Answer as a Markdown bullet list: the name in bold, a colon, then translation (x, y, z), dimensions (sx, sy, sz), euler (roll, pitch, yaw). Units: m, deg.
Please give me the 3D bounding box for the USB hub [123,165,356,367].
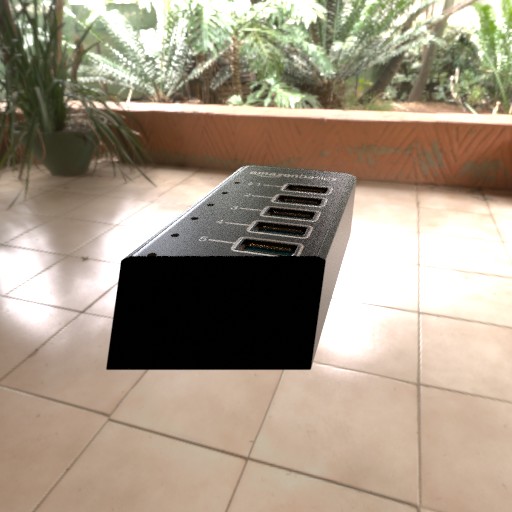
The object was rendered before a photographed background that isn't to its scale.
- **USB hub**: translation (0.000, 0.000, 0.126), dimensions (0.044, 0.023, 0.110), euler (8, 27, 15)
